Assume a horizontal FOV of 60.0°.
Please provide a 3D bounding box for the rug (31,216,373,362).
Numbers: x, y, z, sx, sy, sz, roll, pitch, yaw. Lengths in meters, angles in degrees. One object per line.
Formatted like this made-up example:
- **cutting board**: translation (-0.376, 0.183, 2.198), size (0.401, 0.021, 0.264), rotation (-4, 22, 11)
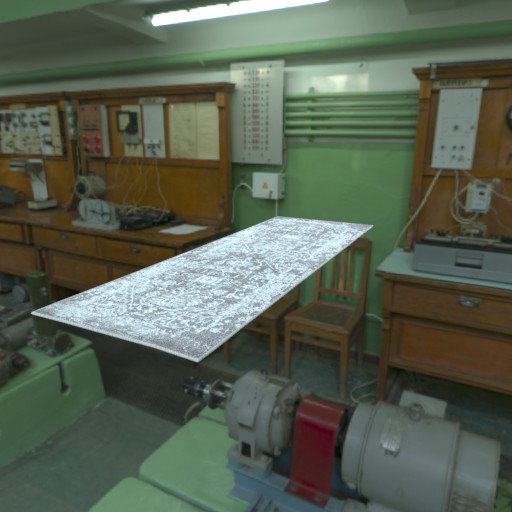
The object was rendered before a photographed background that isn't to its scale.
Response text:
- **rug**: translation (0.000, 0.000, 2.687), size (0.855, 0.017, 2.452), rotation (8, 18, 26)
